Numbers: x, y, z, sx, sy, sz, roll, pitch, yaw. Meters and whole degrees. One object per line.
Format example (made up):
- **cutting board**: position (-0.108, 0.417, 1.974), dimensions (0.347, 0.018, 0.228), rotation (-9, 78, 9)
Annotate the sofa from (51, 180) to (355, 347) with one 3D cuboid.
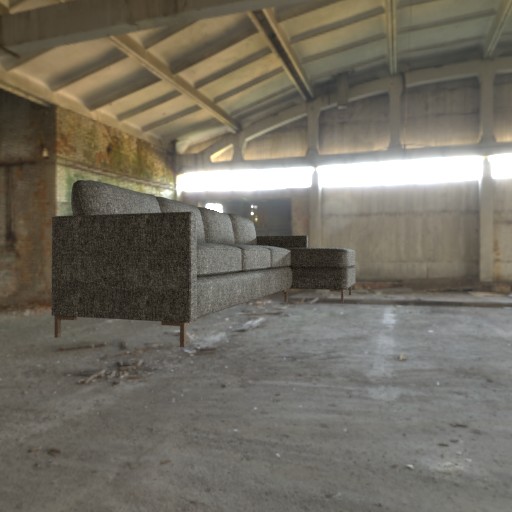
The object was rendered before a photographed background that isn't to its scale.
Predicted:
- **sofa**: position (0.000, 0.000, 4.029), dimensions (1.488, 0.970, 3.384), rotation (0, 0, 18)
